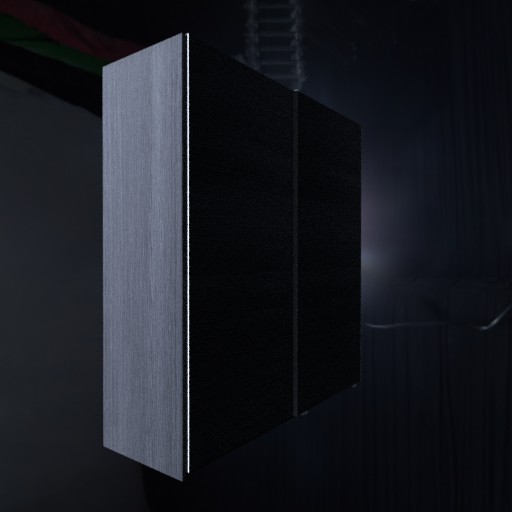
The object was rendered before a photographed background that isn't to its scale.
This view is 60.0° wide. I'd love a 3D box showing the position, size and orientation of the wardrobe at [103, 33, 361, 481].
[{"bbox_3d":[0.000,0.000,2.803,0.629,1.960,1.780,0,0,37],"label":"wardrobe"}]
